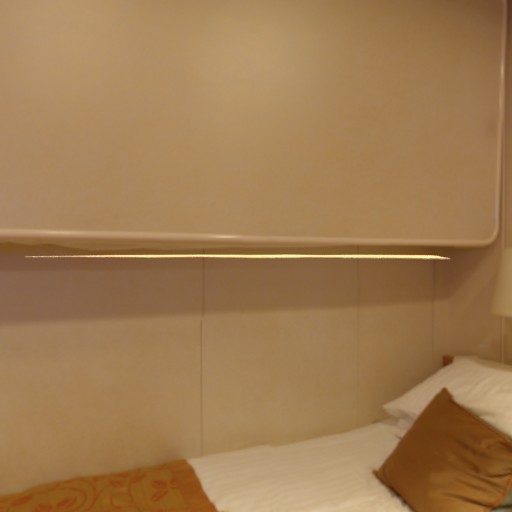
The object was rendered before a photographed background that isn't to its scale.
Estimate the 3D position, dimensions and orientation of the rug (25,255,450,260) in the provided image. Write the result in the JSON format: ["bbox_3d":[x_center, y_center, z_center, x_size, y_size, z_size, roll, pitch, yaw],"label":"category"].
[{"bbox_3d":[0.000,0.000,4.367,3.365,0.020,2.452,0,0,19],"label":"rug"}]
